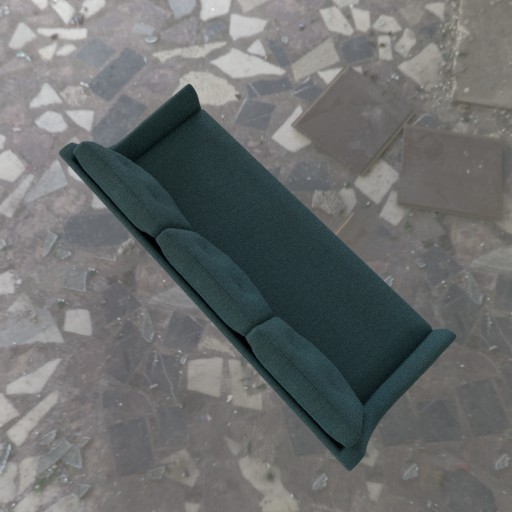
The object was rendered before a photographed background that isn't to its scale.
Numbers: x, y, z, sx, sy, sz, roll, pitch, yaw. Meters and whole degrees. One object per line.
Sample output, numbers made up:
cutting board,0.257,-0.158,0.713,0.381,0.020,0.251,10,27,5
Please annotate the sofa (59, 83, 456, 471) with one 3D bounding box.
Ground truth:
sofa,0.000,0.000,2.432,0.849,0.837,2.060,-42,78,-11
